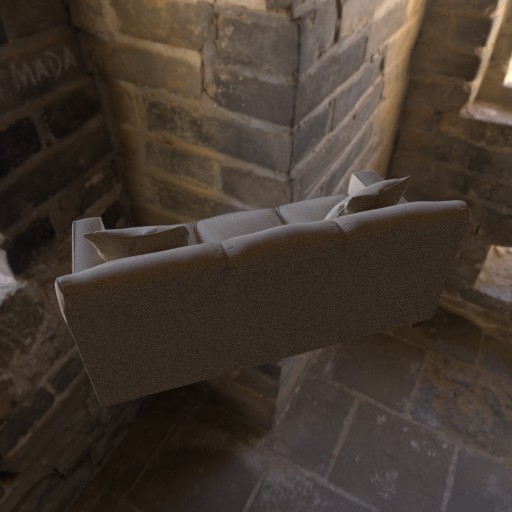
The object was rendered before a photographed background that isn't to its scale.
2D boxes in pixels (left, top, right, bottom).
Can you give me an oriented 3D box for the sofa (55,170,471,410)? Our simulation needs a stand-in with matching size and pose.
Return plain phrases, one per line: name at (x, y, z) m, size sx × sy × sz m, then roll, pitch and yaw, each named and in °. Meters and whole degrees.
sofa at (0.000, 0.000, 2.629) m, size 2.024 × 0.958 × 0.997 m, roll -12°, pitch 41°, yaw -14°
